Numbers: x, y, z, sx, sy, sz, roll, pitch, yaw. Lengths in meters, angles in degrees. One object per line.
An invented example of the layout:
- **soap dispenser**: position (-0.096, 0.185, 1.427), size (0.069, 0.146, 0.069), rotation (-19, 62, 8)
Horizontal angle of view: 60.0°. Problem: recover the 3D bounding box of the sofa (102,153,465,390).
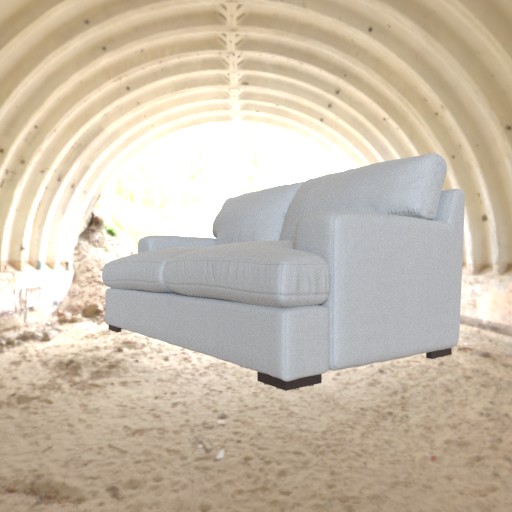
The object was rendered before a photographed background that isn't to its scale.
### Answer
- **sofa**: position (0.000, 0.000, 2.467), size (1.143, 0.940, 1.880), rotation (1, -2, -37)
